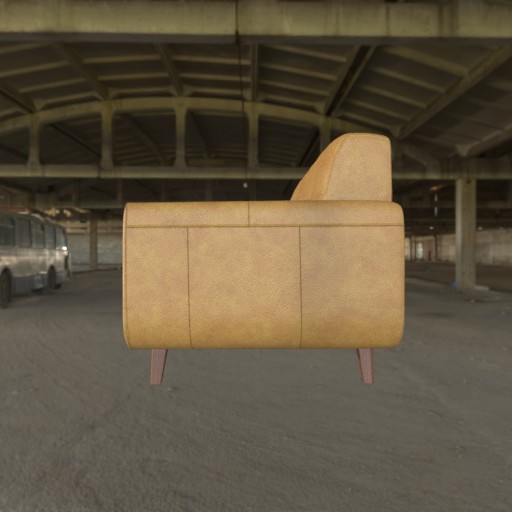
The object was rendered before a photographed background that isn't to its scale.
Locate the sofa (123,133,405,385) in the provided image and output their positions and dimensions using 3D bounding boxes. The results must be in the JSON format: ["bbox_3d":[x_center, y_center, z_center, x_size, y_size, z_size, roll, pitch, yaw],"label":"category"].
[{"bbox_3d":[0.000,0.000,2.261,0.952,0.925,1.651,0,1,-1],"label":"sofa"}]
